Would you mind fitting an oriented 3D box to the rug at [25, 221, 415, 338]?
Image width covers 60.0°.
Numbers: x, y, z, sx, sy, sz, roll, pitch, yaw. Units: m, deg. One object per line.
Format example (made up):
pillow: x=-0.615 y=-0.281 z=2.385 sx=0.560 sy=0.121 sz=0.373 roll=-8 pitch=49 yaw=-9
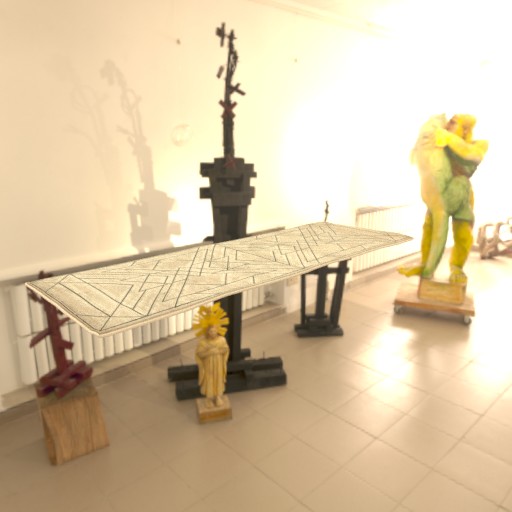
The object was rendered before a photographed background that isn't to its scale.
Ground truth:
rug: x=0.000 y=0.000 z=2.694 sx=2.381 sy=0.036 sz=0.831 roll=-14 pitch=20 yaw=-42
